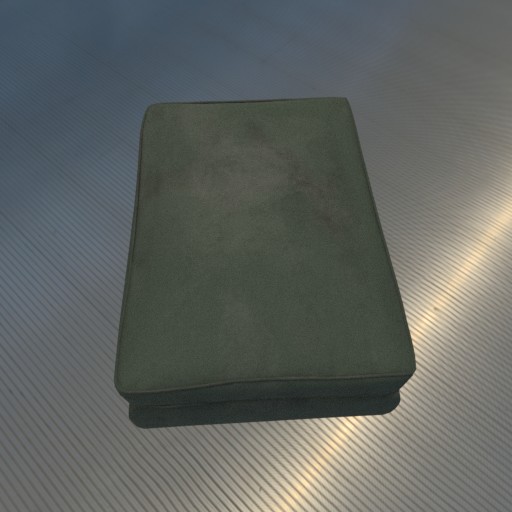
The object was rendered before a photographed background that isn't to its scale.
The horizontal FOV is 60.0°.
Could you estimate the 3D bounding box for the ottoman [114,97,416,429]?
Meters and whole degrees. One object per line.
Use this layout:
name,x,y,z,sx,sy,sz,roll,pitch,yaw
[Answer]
ottoman,0.000,0.000,1.250,0.632,0.495,0.864,-3,58,-2
